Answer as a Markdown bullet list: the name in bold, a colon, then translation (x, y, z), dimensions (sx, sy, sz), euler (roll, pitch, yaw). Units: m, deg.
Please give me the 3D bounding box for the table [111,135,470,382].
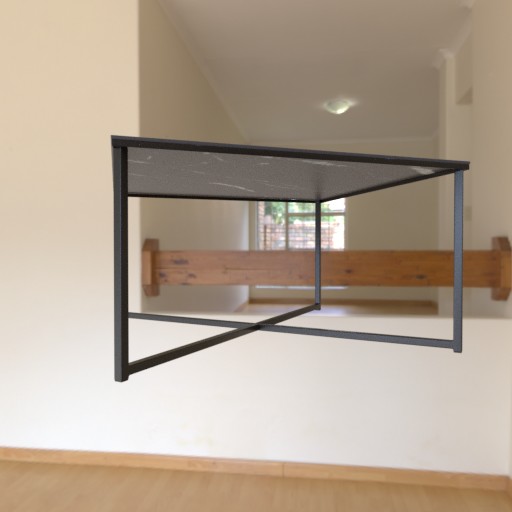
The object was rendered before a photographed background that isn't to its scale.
- **table**: translation (0.000, 0.000, 1.301), dimensions (0.800, 0.450, 0.800), euler (0, 1, -17)
